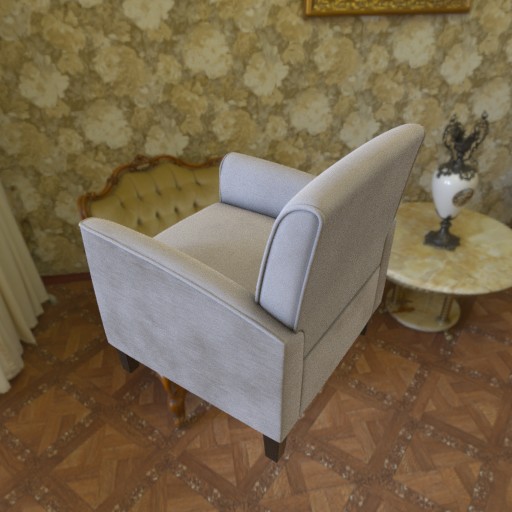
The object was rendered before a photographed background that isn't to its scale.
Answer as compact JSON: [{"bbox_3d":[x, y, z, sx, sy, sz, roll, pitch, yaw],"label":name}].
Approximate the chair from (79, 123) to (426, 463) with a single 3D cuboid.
[{"bbox_3d":[0.000,0.000,1.570,0.821,0.915,0.820,20,37,28],"label":"chair"}]
